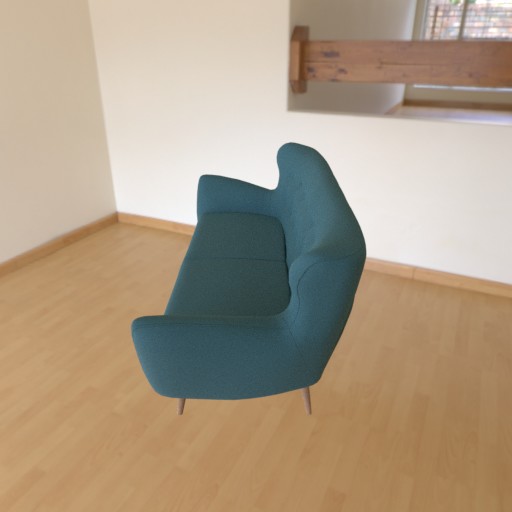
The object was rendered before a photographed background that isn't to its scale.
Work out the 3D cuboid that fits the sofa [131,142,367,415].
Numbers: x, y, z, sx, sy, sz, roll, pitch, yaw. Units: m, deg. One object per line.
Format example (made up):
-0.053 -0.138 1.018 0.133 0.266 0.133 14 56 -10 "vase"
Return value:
0.000 0.000 2.465 0.889 0.890 1.930 0 26 1 "sofa"
